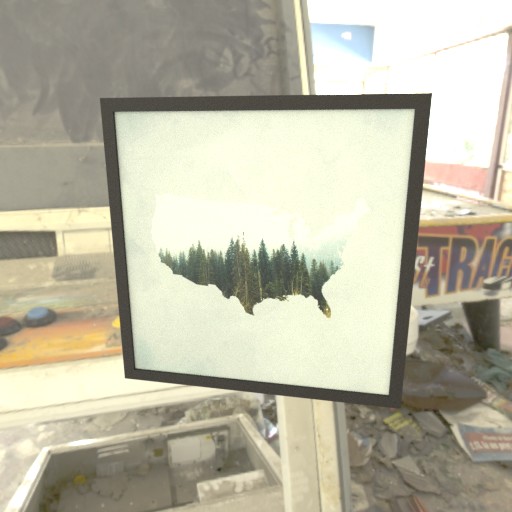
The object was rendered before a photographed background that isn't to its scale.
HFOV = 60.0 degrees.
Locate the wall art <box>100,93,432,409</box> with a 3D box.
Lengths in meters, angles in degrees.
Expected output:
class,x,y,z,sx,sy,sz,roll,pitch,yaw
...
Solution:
class,x,y,z,sx,sy,sz,roll,pitch,yaw
wall art,0.000,0.000,1.122,0.763,0.763,0.038,3,16,11
